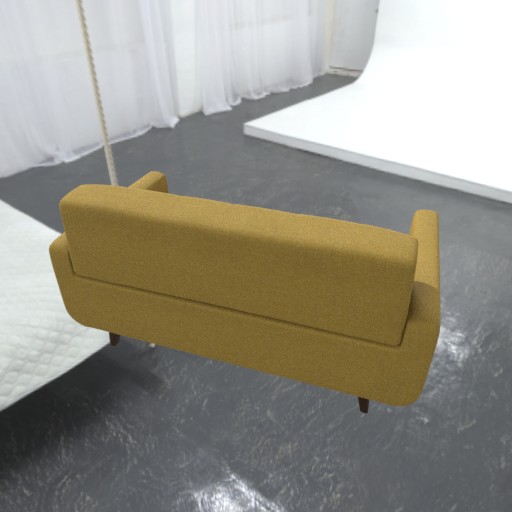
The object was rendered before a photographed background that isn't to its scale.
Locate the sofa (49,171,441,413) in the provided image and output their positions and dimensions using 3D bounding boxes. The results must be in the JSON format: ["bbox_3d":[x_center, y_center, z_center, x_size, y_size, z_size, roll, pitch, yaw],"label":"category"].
[{"bbox_3d":[0.000,0.000,2.149,1.631,0.841,0.909,11,35,16],"label":"sofa"}]
